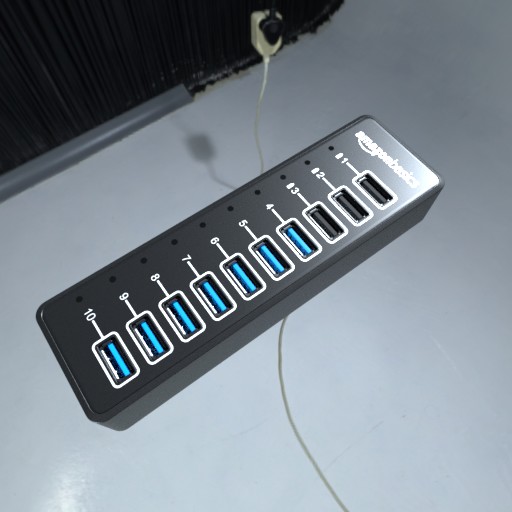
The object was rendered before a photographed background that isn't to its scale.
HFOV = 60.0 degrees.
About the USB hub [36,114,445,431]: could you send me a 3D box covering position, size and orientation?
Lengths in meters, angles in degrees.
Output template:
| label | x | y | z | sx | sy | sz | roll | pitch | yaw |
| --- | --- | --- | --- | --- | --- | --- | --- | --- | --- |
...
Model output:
| label | x | y | z | sx | sy | sz | roll | pitch | yaw |
| --- | --- | --- | --- | --- | --- | --- | --- | --- | --- |
| USB hub | 0.000 | 0.000 | 0.161 | 0.145 | 0.023 | 0.044 | -33 | 68 | -15 |
